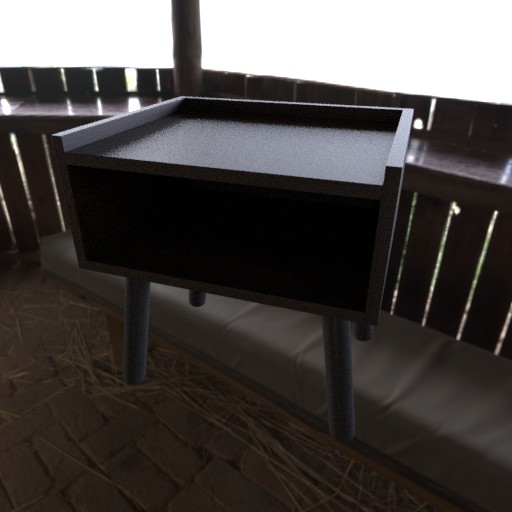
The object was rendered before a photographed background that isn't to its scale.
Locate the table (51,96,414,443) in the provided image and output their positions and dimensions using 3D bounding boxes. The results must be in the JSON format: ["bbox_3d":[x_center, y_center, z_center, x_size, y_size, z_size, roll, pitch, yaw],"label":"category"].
[{"bbox_3d":[0.000,0.000,0.789,0.450,0.470,0.370,9,29,17],"label":"table"}]
